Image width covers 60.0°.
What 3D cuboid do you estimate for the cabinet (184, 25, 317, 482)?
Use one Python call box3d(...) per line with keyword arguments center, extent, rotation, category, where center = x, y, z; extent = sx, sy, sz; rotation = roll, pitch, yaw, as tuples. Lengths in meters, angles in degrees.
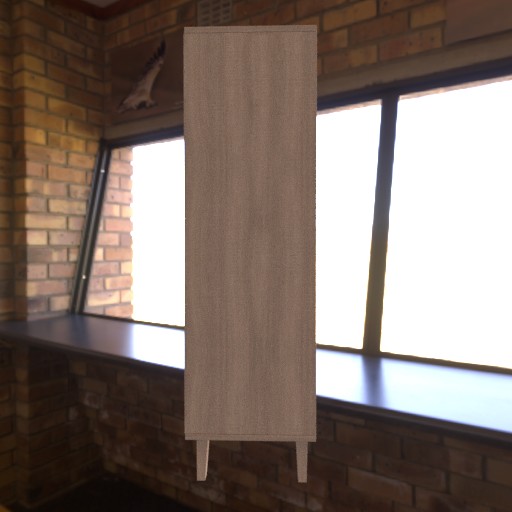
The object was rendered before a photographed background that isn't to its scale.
box3d(center=(0.000, 0.000, 1.886), extent=(0.398, 1.388, 1.111), rotation=(0, 1, 2), category="cabinet")
